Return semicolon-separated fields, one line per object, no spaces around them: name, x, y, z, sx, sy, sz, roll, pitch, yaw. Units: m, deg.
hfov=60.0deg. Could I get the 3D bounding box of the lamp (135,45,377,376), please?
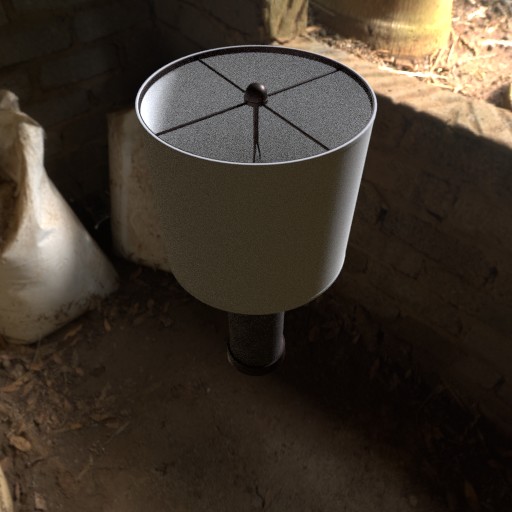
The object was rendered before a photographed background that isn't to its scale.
lamp;0.000;0.000;0.781;0.301;0.630;0.301;7;48;6
